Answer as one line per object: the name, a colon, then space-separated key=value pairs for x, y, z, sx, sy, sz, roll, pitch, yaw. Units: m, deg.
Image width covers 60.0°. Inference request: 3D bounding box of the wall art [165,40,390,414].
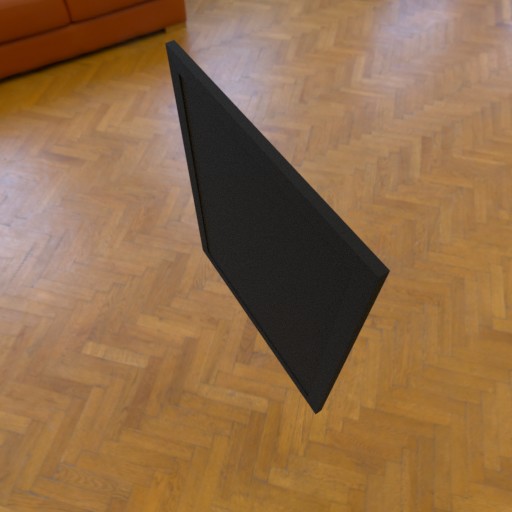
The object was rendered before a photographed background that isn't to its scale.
wall art: x=0.000 y=0.000 z=0.510 sx=0.010 sy=0.361 sz=0.311 roll=-28 pitch=61 yaw=-17
